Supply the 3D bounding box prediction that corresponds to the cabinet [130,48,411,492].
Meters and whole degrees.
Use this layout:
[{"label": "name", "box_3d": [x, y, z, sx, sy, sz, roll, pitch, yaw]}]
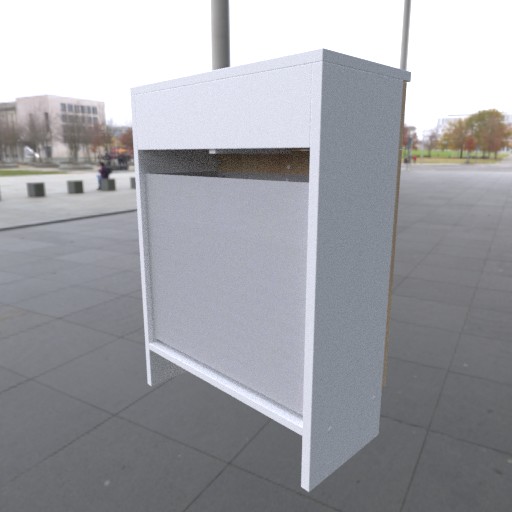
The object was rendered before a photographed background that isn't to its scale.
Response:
[{"label": "cabinet", "box_3d": [0.000, 0.000, 1.094, 0.296, 0.815, 0.600, -12, 18, -43]}]
